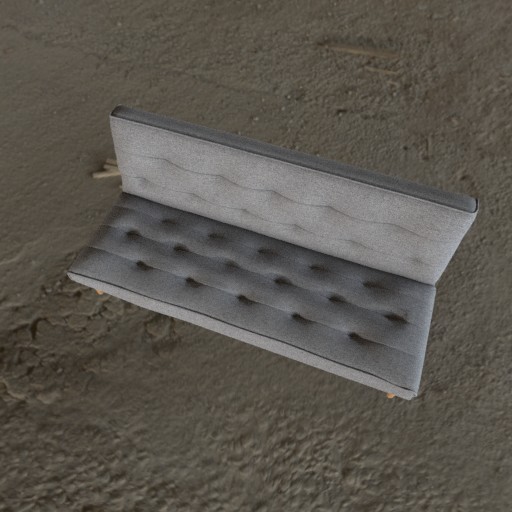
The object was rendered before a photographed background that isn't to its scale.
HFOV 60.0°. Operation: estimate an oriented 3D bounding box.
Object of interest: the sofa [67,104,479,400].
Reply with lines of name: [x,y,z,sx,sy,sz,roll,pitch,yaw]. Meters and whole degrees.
sofa: [0.000,0.000,2.254,1.820,0.830,0.810,18,60,11]
